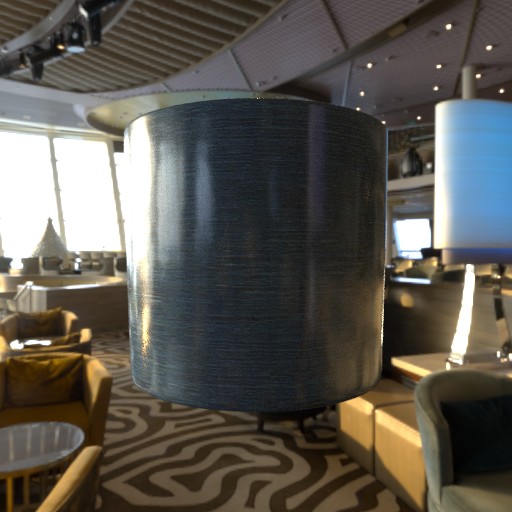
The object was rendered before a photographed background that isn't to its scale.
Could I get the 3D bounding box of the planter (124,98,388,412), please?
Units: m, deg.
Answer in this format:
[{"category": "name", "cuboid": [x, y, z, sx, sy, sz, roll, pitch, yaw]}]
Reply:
[{"category": "planter", "cuboid": [0.000, 0.000, 0.389, 0.221, 0.201, 0.221, 0, 1, 0]}]
